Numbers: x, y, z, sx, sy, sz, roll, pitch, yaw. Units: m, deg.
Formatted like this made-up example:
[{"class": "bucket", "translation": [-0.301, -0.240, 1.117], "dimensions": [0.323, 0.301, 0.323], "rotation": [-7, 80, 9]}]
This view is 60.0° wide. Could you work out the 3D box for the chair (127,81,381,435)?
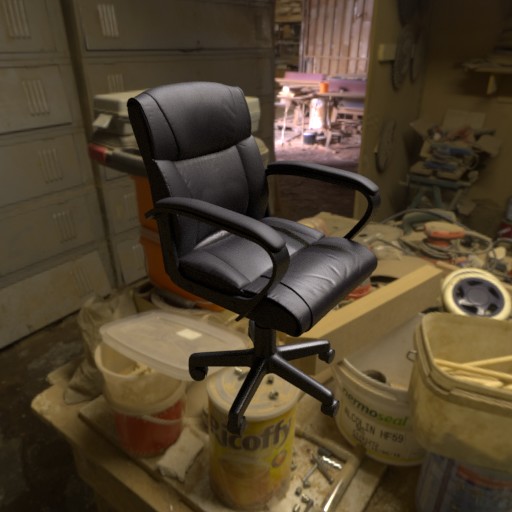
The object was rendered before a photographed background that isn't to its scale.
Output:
[{"class": "chair", "translation": [0.000, 0.000, 1.404], "dimensions": [0.641, 0.998, 0.576], "rotation": [19, 31, 33]}]
